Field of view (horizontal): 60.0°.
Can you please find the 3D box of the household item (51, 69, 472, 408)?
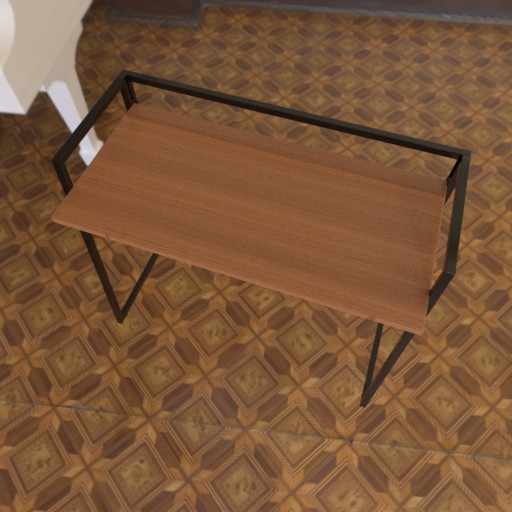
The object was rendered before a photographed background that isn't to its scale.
[{"bbox_3d":[0.000,0.000,1.518,1.050,0.860,0.510,17,60,10],"label":"household item"}]
